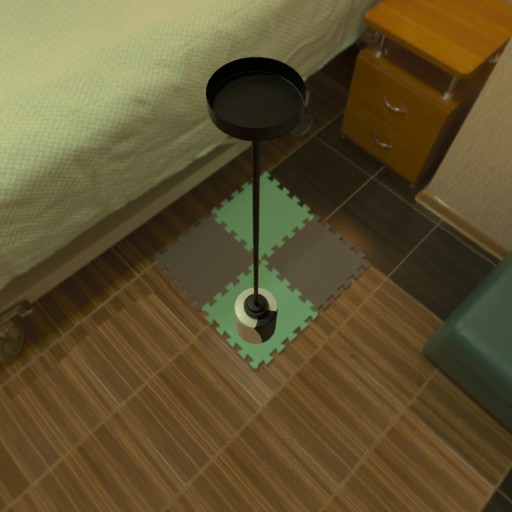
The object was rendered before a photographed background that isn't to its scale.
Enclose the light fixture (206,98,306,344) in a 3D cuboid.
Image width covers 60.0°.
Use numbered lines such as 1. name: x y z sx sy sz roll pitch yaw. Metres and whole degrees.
1. light fixture: 0.000 0.000 0.924 0.123 0.863 0.123 14 63 8
